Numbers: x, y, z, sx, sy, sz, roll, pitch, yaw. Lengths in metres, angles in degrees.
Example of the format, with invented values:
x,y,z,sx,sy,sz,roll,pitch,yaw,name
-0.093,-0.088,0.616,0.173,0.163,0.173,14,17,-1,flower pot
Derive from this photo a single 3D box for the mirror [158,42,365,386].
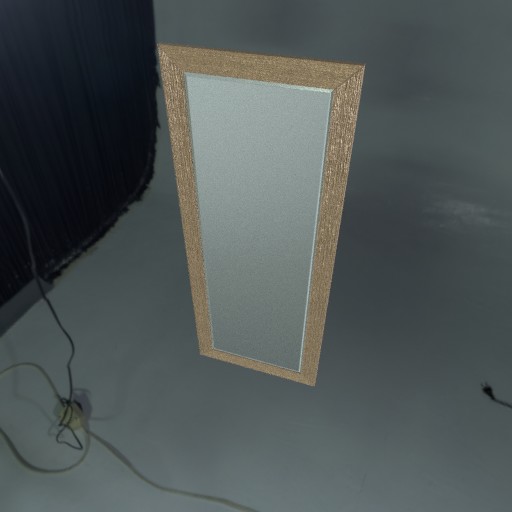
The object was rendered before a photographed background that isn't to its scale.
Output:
x,y,z,sx,sy,sz,roll,pitch,yaw,name
0.000,0.000,2.339,0.812,2.031,0.026,12,43,14,mirror
